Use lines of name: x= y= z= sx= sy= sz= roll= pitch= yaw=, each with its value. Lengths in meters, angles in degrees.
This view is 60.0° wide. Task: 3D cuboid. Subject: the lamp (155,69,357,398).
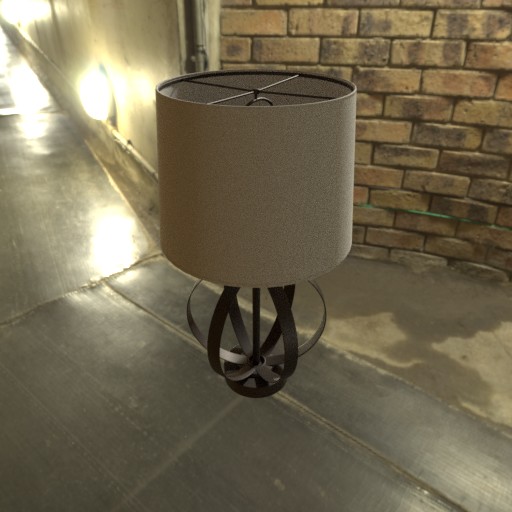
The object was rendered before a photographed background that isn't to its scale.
lamp: x=0.000 y=0.000 z=0.696 sx=0.286 sy=0.510 sz=0.286 roll=0 pitch=31 yaw=0
